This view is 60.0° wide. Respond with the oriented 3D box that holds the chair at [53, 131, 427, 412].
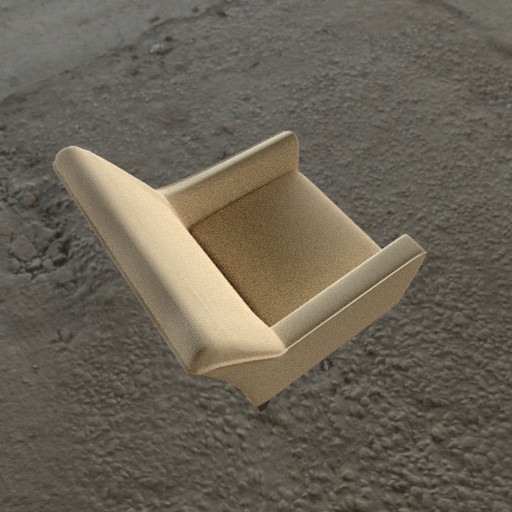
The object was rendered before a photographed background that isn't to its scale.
[{"bbox_3d":[0.000,0.000,1.598,0.899,0.919,0.780,-32,63,-18],"label":"chair"}]
